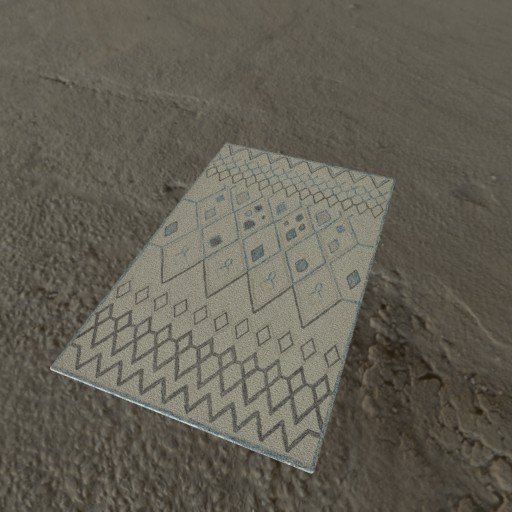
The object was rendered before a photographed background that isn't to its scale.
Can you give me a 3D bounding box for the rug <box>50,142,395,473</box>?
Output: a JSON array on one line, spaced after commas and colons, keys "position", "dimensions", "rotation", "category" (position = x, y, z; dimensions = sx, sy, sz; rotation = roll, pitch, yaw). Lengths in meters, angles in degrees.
[{"position": [0.000, 0.000, 3.057], "dimensions": [1.524, 0.015, 2.439], "rotation": [16, 49, 14], "category": "rug"}]
